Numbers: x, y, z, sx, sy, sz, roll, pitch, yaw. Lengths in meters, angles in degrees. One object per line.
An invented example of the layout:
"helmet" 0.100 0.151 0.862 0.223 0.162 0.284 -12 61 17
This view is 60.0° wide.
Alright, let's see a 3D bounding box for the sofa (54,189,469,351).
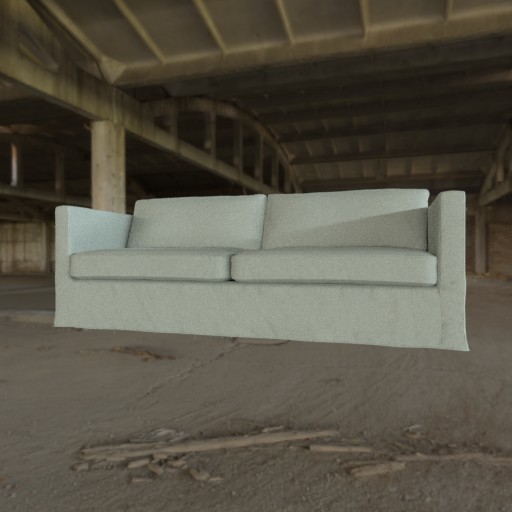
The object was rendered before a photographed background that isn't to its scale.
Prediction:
"sofa" 0.000 0.000 2.768 2.312 0.853 0.962 0 0 17
